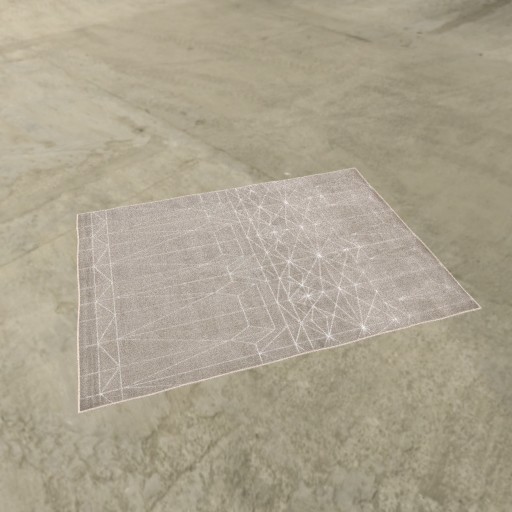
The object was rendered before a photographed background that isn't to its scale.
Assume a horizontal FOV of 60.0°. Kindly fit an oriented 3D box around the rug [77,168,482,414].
[{"bbox_3d":[0.000,0.000,4.338,3.357,0.019,2.449,-12,43,-13],"label":"rug"}]
